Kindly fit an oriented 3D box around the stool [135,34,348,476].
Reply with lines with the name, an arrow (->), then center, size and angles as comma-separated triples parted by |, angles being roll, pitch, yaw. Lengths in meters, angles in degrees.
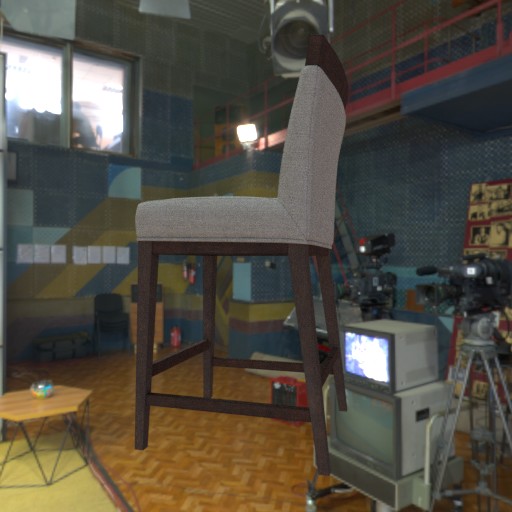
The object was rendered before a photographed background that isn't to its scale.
stool -> 0.000, 0.000, 1.309 | 0.531, 1.009, 0.512 | 0, -1, 17
